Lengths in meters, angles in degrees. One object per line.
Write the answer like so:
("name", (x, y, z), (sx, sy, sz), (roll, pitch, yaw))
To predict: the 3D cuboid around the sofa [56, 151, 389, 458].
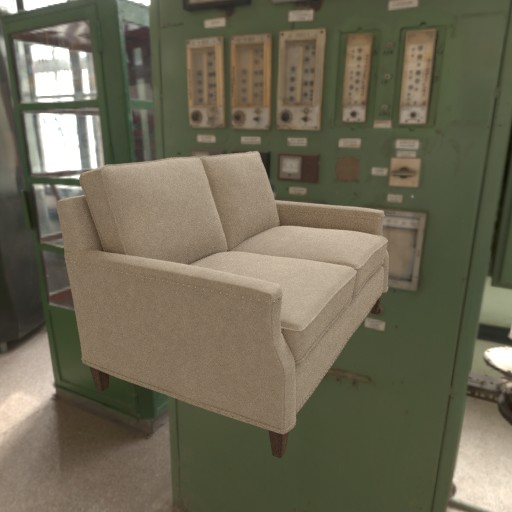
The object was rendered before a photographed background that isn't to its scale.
("sofa", (0.000, 0.000, 2.297), (1.084, 1.002, 1.597), (9, 18, 27))
